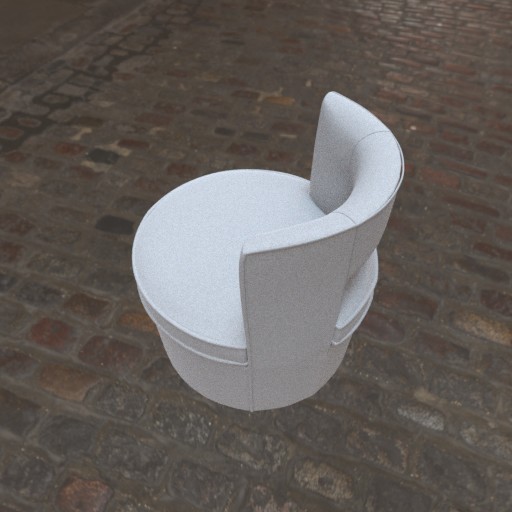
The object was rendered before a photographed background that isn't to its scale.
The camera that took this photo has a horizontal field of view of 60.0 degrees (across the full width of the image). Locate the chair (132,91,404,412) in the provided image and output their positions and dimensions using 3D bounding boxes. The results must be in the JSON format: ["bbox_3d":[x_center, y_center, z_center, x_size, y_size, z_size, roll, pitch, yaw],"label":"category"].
[{"bbox_3d":[0.000,0.000,1.231,0.665,0.723,0.650,16,49,14],"label":"chair"}]
